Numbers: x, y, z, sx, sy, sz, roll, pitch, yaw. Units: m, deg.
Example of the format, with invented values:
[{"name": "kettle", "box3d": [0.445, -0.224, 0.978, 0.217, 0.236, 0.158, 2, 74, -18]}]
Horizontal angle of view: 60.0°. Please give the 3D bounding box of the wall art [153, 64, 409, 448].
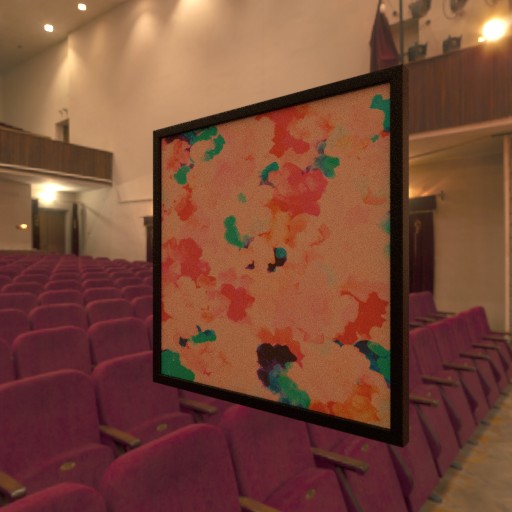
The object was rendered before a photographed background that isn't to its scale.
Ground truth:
[{"name": "wall art", "box3d": [0.000, 0.000, 1.116, 0.756, 0.755, 0.036, 0, 0, 38]}]
